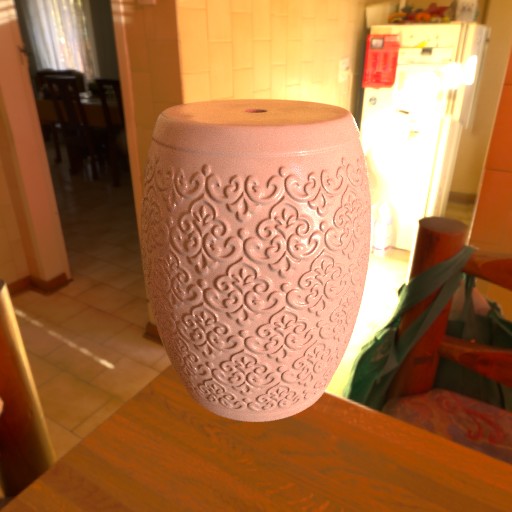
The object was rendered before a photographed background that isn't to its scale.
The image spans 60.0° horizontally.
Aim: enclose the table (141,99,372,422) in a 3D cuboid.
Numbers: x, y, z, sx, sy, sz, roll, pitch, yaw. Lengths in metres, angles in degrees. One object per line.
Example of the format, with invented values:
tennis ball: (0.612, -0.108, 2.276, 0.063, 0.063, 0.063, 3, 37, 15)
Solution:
table: (0.000, 0.000, 0.625, 0.309, 0.397, 0.309, 0, 26, 0)
